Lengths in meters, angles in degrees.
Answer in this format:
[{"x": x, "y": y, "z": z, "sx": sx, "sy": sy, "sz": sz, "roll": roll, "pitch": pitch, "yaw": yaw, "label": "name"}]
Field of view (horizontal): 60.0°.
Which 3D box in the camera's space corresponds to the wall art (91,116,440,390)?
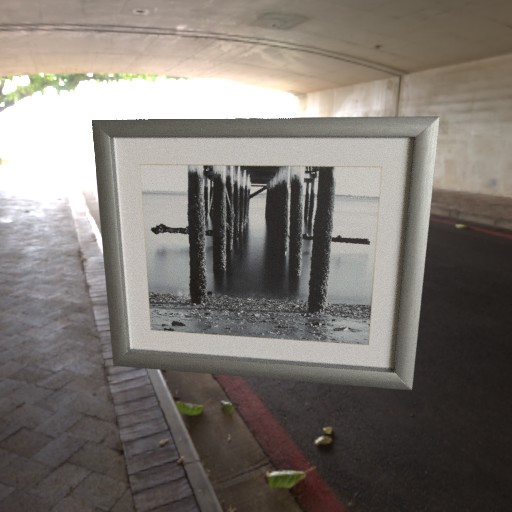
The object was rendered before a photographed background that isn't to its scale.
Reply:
[{"x": 0.000, "y": 0.000, "z": 0.768, "sx": 0.556, "sy": 0.457, "sz": 0.028, "roll": 2, "pitch": 15, "yaw": 9, "label": "wall art"}]
